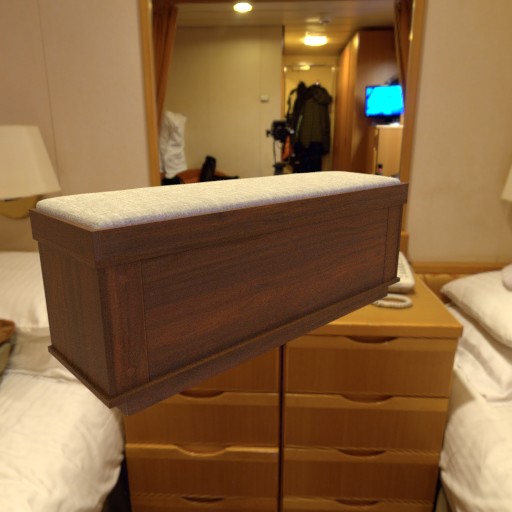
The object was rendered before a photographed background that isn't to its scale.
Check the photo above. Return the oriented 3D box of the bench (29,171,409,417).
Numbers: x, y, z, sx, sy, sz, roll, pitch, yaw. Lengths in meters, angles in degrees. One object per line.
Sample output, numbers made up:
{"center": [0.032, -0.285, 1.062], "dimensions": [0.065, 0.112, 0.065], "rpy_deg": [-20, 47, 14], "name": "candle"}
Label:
{"center": [0.000, 0.000, 1.403], "dimensions": [1.196, 0.468, 0.367], "rpy_deg": [-14, 21, -42], "name": "bench"}
